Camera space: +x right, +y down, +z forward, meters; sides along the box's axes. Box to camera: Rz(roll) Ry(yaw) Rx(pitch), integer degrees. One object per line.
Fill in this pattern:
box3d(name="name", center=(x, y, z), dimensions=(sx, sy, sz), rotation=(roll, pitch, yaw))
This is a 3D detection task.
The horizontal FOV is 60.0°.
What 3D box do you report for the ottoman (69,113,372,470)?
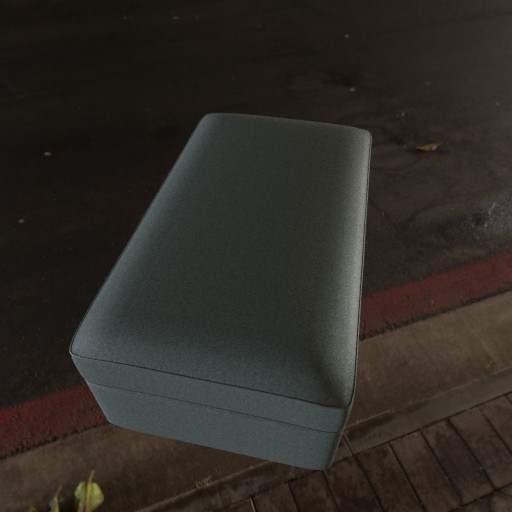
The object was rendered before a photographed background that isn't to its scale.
box3d(name="ottoman", center=(0.000, 0.000, 1.516), dimensions=(0.681, 0.494, 1.173), rotation=(9, 47, 8))
